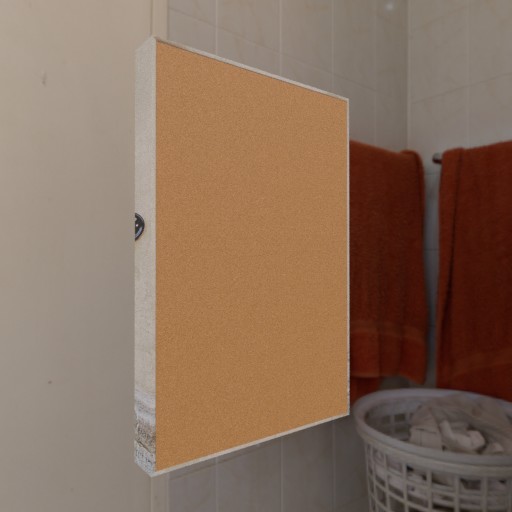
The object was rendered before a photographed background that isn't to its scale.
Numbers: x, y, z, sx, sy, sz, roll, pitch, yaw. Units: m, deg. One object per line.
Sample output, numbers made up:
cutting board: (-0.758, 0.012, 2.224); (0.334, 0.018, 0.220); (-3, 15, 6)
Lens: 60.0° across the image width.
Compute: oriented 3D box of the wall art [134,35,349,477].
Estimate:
wall art: (0.000, 0.000, 0.473); (0.254, 0.381, 0.038); (0, 0, -37)
